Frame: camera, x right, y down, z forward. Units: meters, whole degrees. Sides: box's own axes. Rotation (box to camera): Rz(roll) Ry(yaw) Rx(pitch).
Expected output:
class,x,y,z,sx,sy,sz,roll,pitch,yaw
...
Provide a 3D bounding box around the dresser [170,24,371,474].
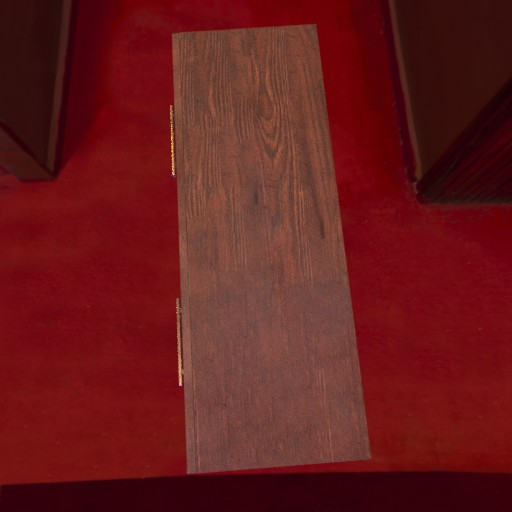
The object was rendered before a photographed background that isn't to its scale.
class,x,y,z,sx,sy,sz,roll,pitch,yaw
dresser,0.000,0.000,2.119,0.623,1.061,1.646,-4,76,-1
